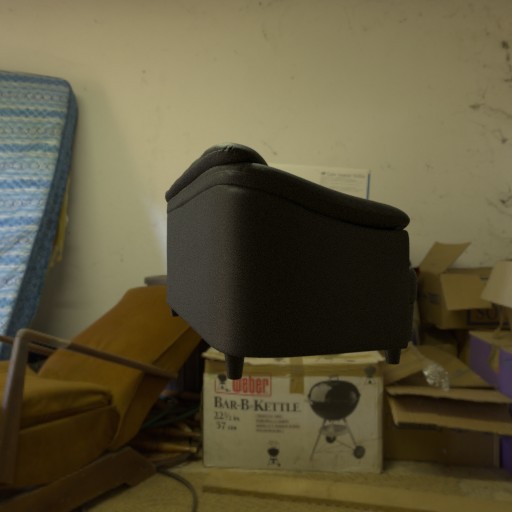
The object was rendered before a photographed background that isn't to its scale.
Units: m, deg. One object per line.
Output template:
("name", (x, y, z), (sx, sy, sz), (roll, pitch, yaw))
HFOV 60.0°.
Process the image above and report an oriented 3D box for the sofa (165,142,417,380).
("sofa", (0.000, 0.000, 2.304), (0.800, 0.811, 1.829), (0, 1, -18))
